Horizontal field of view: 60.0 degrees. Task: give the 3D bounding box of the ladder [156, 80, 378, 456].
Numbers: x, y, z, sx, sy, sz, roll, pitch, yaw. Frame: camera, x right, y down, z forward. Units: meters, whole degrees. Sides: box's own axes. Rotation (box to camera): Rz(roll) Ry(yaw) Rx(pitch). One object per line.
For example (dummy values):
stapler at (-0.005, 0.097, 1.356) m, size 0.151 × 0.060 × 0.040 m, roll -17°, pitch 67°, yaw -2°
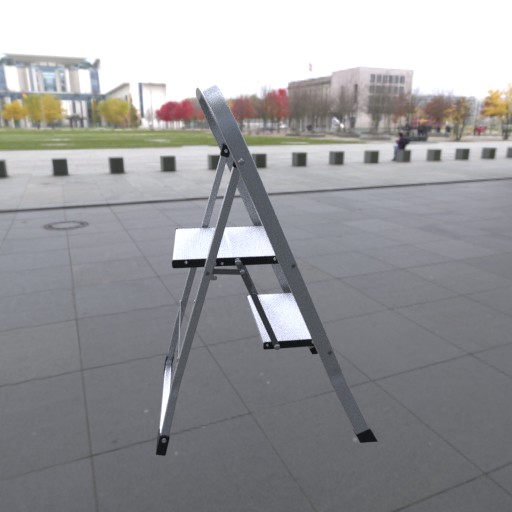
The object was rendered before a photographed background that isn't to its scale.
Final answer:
ladder at (0.000, 0.000, 1.142) m, size 0.530 × 0.830 × 0.465 m, roll -2°, pitch 17°, yaw -8°
